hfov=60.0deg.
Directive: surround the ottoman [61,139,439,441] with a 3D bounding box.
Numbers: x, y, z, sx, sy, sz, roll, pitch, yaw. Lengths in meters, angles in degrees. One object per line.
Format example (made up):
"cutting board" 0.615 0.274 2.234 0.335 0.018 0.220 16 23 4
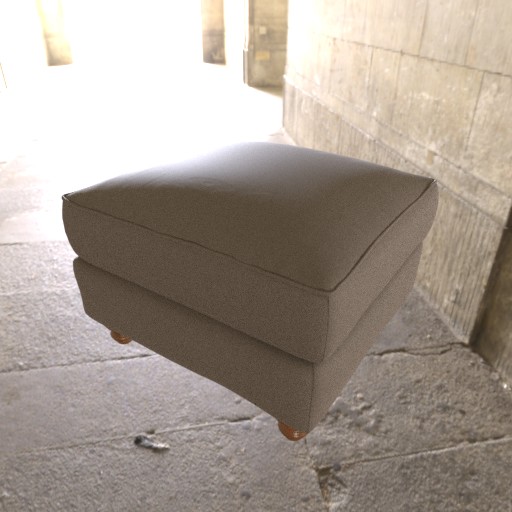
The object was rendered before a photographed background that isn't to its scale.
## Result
"ottoman" 0.000 0.000 1.153 0.721 0.505 0.662 19 35 30
